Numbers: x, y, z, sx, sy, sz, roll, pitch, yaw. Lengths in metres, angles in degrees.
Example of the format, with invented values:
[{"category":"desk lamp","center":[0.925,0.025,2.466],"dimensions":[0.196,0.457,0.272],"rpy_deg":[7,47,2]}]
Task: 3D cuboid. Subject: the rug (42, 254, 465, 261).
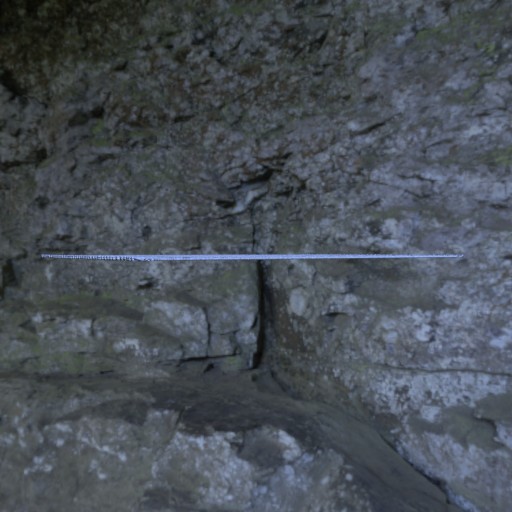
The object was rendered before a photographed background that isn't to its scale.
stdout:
[{"category":"rug","center":[0.000,0.000,2.943],"dimensions":[2.312,0.017,1.613],"rpy_deg":[0,1,-37]}]
